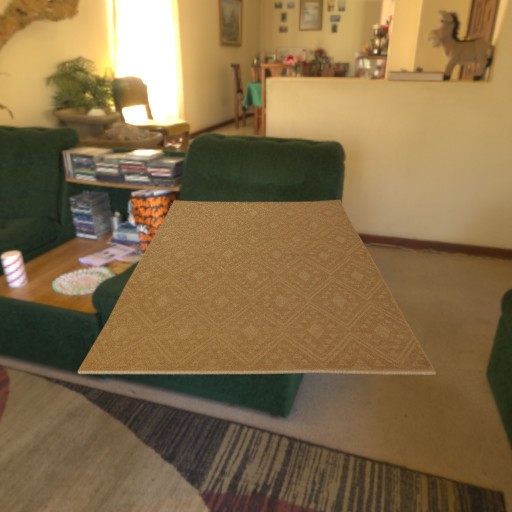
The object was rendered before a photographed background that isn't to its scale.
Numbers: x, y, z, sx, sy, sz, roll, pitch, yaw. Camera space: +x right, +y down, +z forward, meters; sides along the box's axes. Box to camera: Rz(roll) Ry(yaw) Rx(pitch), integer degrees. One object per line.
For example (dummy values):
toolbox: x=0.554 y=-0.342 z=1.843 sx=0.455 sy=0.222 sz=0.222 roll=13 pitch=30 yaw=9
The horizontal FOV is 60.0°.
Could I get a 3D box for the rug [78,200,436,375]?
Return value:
rug: x=0.000 y=0.000 z=3.007 sx=1.553 sy=0.053 sz=2.430 roll=0 pitch=24 yaw=0
